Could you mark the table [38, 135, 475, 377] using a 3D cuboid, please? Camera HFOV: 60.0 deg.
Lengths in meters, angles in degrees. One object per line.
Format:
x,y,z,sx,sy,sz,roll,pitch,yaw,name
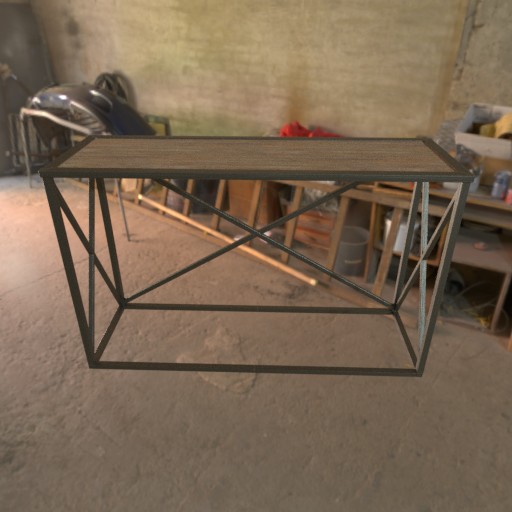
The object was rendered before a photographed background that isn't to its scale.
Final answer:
0.000,0.000,1.590,1.216,0.753,0.402,1,29,2,table
